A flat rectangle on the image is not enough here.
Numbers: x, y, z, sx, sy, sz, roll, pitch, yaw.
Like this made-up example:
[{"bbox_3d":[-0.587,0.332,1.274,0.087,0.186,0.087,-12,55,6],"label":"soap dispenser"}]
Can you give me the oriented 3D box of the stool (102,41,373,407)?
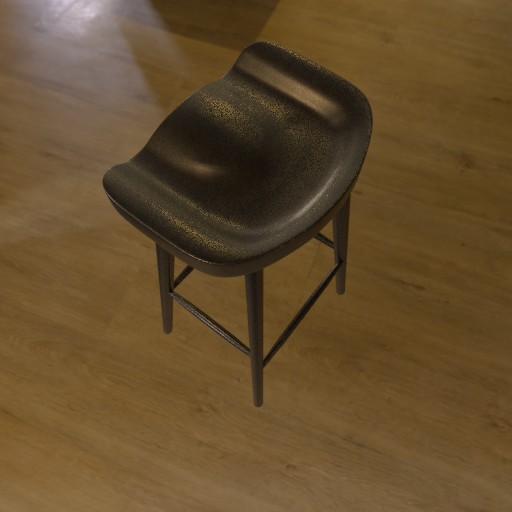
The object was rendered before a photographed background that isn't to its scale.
[{"bbox_3d":[0.000,0.000,0.996,0.361,0.749,0.440,35,69,15],"label":"stool"}]
